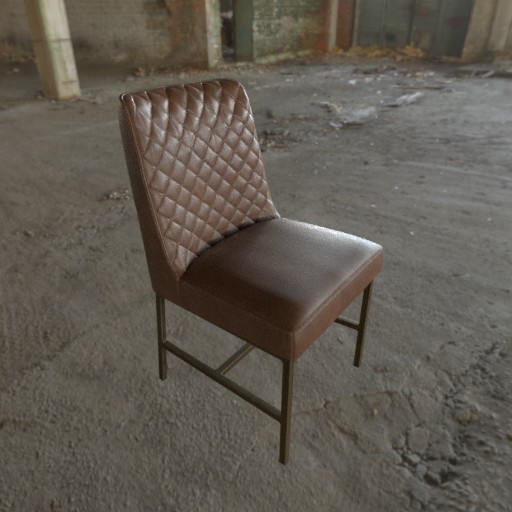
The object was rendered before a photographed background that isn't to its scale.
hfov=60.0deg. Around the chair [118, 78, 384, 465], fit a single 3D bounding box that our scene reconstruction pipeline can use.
[{"bbox_3d":[0.000,0.000,1.276,0.587,0.889,0.508,20,34,31],"label":"chair"}]
